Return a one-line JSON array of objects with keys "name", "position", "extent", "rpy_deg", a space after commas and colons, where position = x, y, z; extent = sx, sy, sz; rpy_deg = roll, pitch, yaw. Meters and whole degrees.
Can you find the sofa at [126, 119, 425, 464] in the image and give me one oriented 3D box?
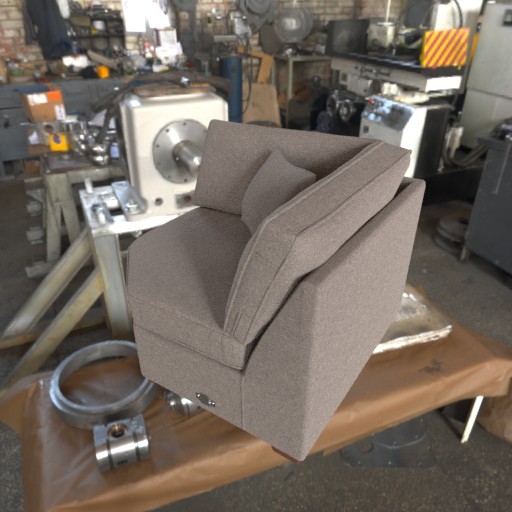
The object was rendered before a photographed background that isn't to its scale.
[{"name": "sofa", "position": [0.000, 0.000, 1.892], "extent": [1.050, 0.951, 1.042], "rpy_deg": [19, 35, 28]}]
